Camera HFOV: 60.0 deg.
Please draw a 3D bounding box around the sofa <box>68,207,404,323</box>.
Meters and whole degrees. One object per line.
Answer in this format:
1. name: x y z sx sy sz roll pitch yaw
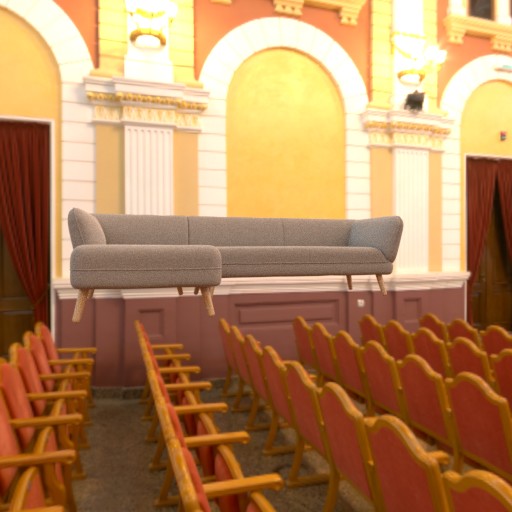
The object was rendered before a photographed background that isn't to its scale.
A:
1. sofa: 0.000 0.000 3.360 2.653 0.693 1.532 0 1 -17
